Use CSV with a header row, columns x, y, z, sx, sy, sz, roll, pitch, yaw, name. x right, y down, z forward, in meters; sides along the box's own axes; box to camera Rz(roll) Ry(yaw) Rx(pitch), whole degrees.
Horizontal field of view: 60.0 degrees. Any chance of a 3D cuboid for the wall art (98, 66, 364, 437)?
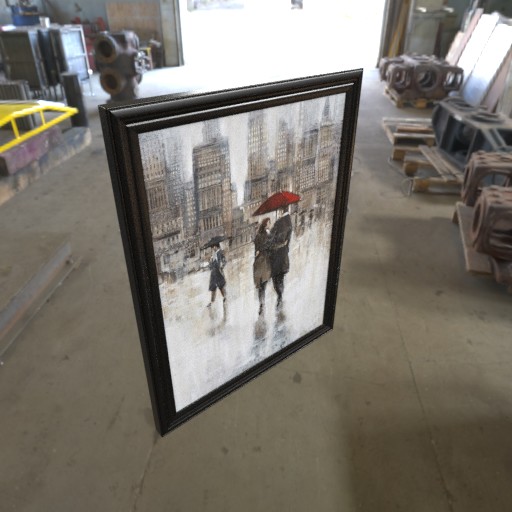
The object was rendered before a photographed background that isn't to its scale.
x,y,z,sx,sy,sz,roll,pitch,yaw,name
0.000,0.000,1.615,0.950,1.194,0.053,-24,38,-33,wall art
